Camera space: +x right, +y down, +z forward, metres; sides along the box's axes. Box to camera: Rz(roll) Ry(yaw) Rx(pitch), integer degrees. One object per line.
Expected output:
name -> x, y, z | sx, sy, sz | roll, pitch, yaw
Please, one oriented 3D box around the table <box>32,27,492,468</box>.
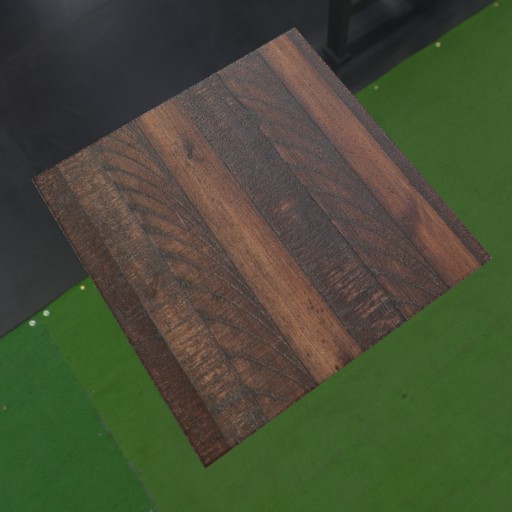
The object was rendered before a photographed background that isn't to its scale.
table -> 0.000, 0.000, 0.967 | 0.553, 0.482, 0.548 | -33, 77, -9
